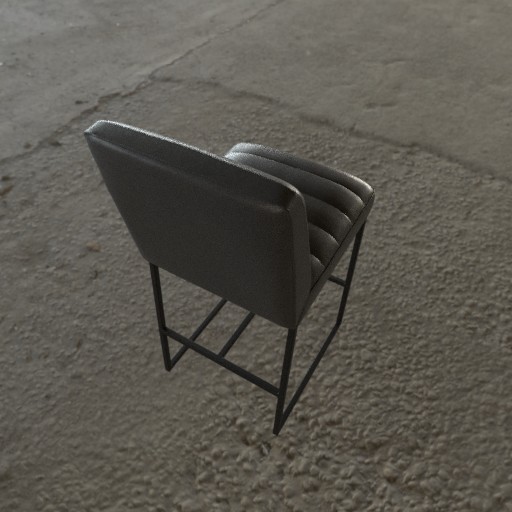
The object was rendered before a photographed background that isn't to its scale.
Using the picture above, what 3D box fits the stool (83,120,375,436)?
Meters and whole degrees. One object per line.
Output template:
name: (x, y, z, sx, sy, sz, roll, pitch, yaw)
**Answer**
stool: (0.000, 0.000, 1.237, 0.457, 0.938, 0.552, 24, 51, 21)
